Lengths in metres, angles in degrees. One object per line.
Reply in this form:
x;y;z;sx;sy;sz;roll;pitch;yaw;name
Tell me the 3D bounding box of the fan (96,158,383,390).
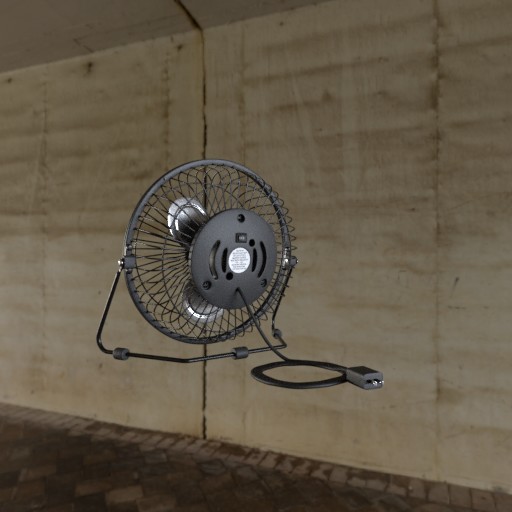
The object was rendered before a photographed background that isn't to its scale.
0.000;0.000;0.383;0.209;0.188;0.227;0;0;-35;fan
